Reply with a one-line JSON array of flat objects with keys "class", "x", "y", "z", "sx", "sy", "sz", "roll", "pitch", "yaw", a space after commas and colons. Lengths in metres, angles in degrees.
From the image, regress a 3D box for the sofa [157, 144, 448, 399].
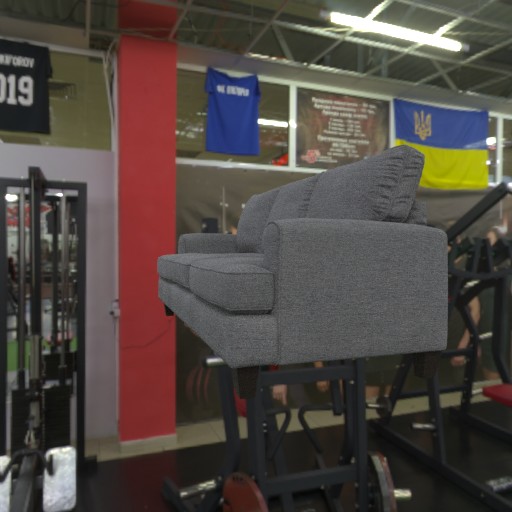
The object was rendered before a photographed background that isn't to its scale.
[{"class": "sofa", "x": 0.000, "y": 0.000, "z": 2.642, "sx": 0.951, "sy": 0.965, "sz": 2.158, "roll": 0, "pitch": 1, "yaw": -19}]
